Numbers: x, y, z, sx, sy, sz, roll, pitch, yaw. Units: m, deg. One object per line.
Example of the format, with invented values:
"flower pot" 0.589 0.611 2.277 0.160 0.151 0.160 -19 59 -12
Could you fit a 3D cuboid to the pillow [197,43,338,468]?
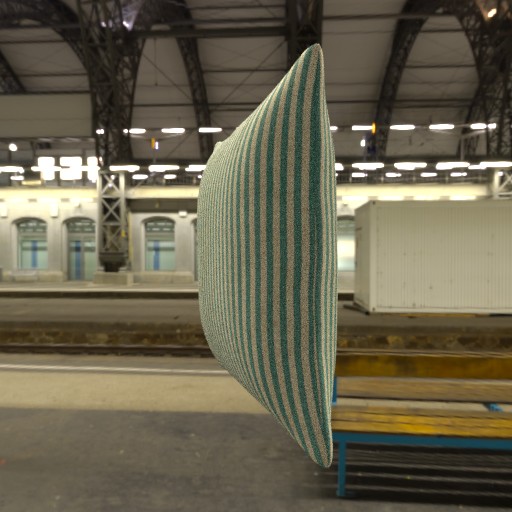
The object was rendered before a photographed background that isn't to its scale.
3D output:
"pillow" 0.000 0.000 0.767 0.166 0.510 0.523 0 1 -18
